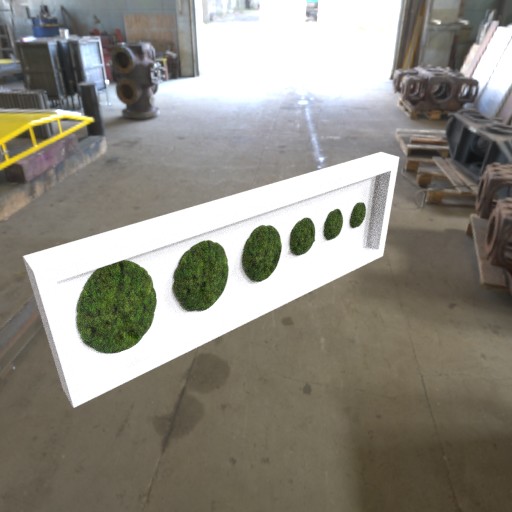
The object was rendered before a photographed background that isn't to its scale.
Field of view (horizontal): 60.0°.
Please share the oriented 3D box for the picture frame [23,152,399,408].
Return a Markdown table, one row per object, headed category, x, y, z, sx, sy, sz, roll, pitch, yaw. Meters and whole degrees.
| category | x | y | z | sx | sy | sz | roll | pitch | yaw |
| --- | --- | --- | --- | --- | --- | --- | --- | --- | --- |
| picture frame | 0.000 | 0.000 | 0.844 | 0.759 | 0.250 | 0.050 | -22 | 36 | -32 |
